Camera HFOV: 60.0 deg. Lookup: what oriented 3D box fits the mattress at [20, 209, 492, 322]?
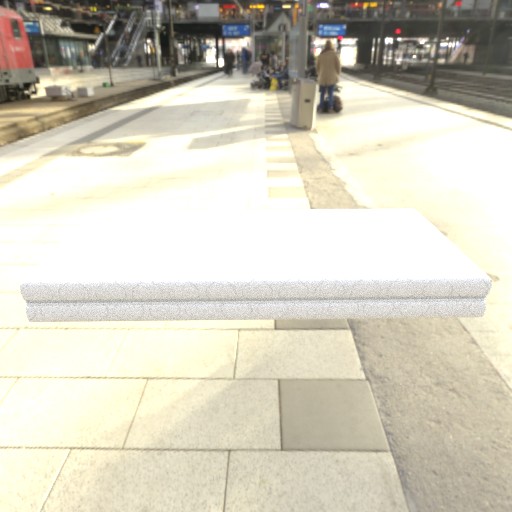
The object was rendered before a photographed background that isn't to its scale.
[{"bbox_3d":[0.000,0.000,2.212,1.900,0.200,0.900,0,25,-1],"label":"mattress"}]
